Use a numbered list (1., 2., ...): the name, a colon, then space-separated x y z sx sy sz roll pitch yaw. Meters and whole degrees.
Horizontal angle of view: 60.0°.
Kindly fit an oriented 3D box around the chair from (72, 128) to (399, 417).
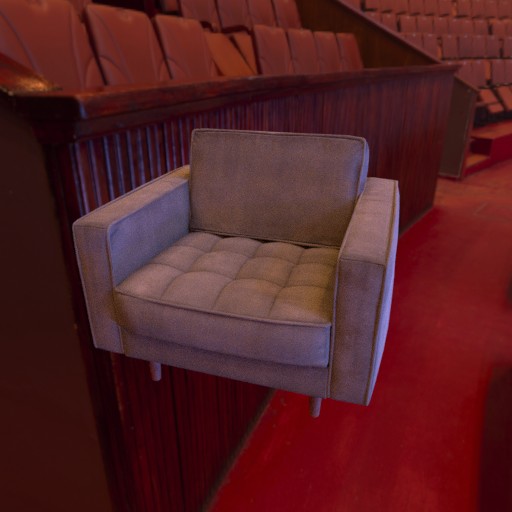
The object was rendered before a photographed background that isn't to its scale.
1. chair: 0.000 0.000 1.534 0.928 0.773 0.843 8 26 16
